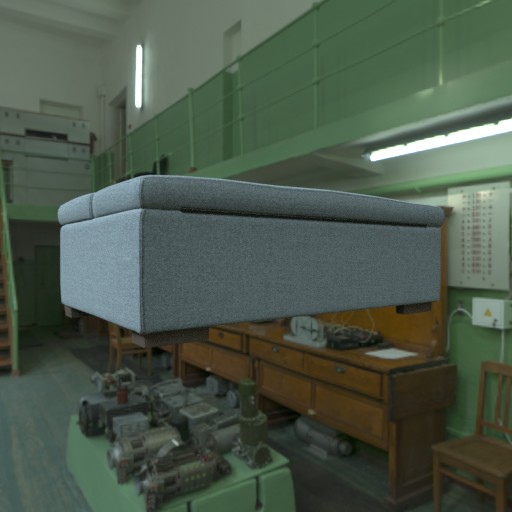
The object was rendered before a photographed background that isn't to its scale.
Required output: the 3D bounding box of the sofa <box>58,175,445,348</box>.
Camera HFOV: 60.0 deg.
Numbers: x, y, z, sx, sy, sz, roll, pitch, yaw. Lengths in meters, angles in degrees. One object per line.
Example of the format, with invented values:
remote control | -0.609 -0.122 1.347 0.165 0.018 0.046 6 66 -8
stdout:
sofa | 0.000 0.000 1.684 1.250 0.434 0.817 0 0 -36
